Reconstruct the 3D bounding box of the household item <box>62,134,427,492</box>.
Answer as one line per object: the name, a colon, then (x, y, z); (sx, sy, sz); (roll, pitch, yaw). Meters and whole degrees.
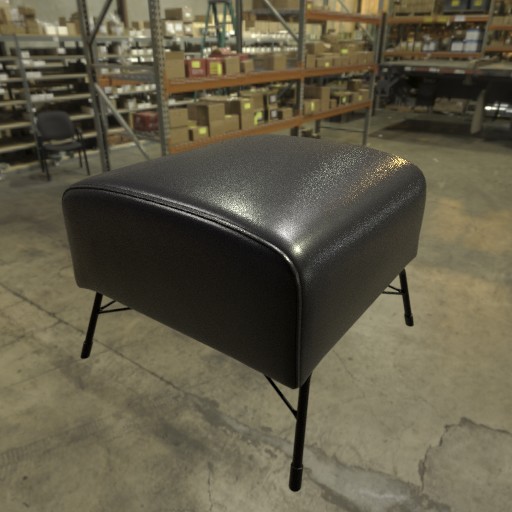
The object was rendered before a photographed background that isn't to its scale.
household item: (0.000, 0.000, 0.887); (0.530, 0.410, 0.530); (18, 31, 32)
